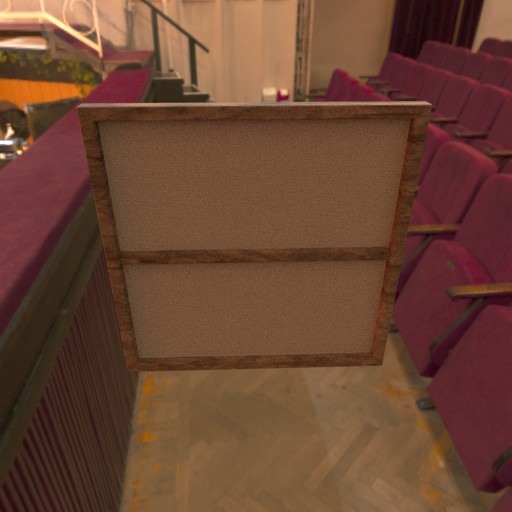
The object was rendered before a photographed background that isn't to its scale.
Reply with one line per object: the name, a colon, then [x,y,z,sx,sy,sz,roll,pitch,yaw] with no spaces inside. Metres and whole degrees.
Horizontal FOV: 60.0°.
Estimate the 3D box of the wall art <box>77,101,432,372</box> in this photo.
wall art: [0.000,0.000,1.128,0.747,0.747,0.035,-1,30,-2]
